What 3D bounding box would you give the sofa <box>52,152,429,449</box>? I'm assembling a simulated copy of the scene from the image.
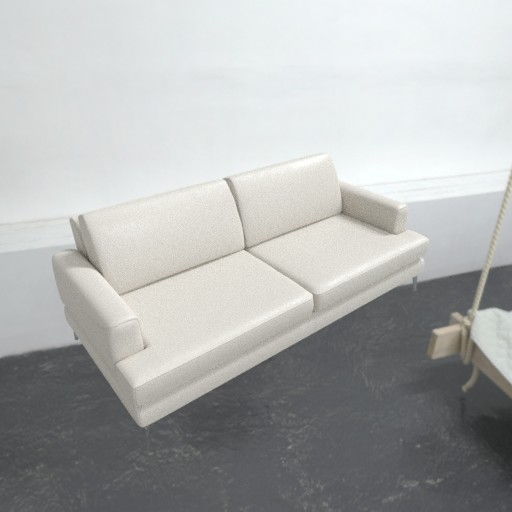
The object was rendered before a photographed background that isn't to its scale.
[{"bbox_3d":[0.000,0.000,2.469,1.940,0.765,0.974,-21,36,-33],"label":"sofa"}]
